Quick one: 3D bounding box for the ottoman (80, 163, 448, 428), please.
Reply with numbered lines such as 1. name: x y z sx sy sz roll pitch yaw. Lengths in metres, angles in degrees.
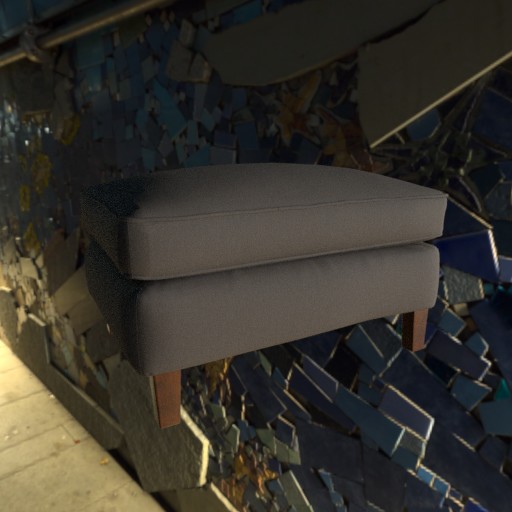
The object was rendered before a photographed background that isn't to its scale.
1. ottoman: 0.000 0.000 0.995 0.686 0.406 0.508 -8 16 -27
